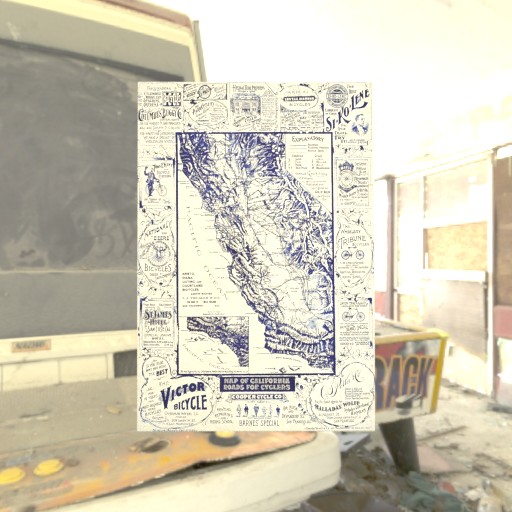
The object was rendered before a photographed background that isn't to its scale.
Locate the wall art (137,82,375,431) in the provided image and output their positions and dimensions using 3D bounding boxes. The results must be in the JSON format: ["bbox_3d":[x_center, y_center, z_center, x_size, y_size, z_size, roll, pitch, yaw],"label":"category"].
[{"bbox_3d":[0.000,0.000,0.973,0.511,0.753,0.039,0,-1,0],"label":"wall art"}]
